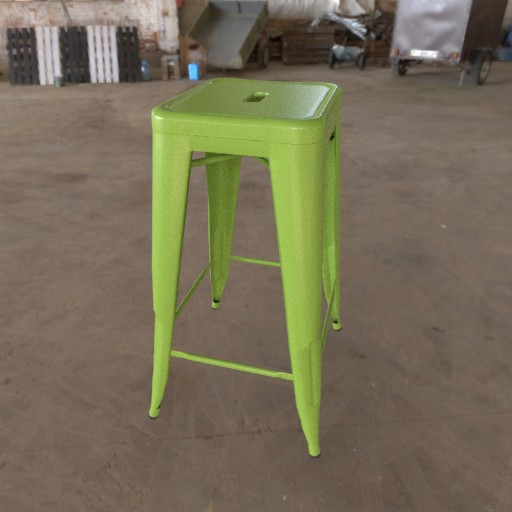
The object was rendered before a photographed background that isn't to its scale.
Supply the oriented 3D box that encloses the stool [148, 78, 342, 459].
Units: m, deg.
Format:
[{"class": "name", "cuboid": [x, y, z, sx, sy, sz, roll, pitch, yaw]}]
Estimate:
[{"class": "stool", "cuboid": [0.000, 0.000, 0.874, 0.358, 0.609, 0.398, 8, 32, 13]}]
